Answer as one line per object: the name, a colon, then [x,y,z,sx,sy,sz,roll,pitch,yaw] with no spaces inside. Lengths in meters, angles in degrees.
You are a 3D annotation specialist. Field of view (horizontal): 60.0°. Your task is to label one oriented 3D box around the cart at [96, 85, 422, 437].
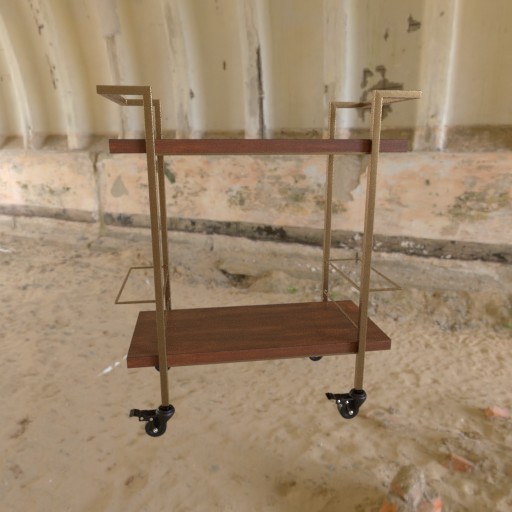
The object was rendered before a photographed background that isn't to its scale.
cart: [0.000,0.000,1.179,0.695,0.807,0.364,-2,15,-8]
